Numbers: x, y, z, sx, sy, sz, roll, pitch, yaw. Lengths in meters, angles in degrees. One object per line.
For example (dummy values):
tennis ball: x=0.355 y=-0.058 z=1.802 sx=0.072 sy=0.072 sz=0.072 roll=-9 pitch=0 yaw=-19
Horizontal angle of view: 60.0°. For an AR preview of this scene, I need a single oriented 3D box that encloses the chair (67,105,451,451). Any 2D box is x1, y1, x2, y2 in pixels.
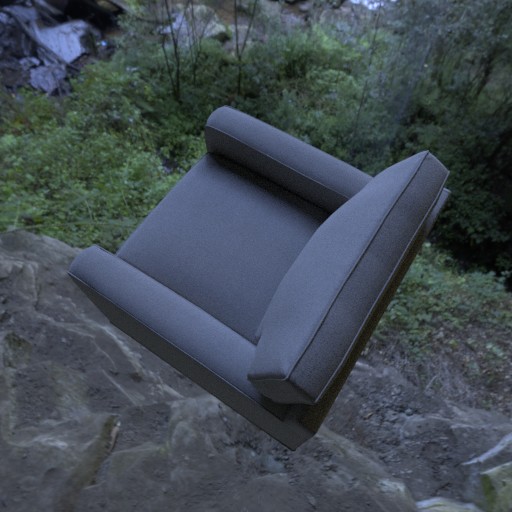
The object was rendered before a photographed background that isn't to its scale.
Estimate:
chair: x=0.000 y=0.000 z=1.779 sx=1.044 sy=0.934 sz=0.999 roll=31 pitch=67 yaw=14
